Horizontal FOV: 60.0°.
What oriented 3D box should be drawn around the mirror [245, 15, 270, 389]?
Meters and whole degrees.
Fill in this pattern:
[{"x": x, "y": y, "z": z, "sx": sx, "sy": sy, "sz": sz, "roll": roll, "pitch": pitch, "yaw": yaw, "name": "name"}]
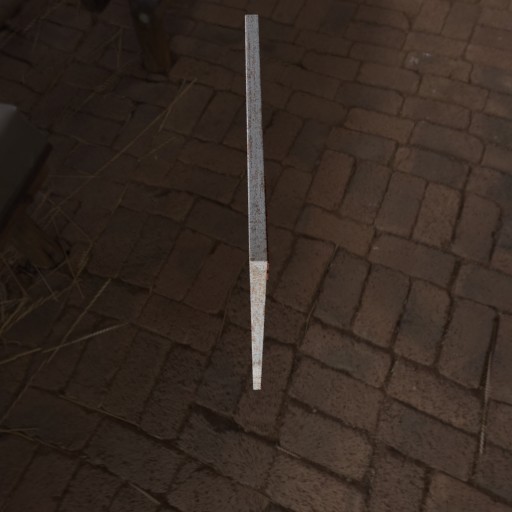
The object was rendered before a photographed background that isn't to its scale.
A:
[{"x": 0.000, "y": 0.000, "z": 1.072, "sx": 0.027, "sy": 0.922, "sz": 0.472, "roll": -1, "pitch": 64, "yaw": -1, "name": "mirror"}]
